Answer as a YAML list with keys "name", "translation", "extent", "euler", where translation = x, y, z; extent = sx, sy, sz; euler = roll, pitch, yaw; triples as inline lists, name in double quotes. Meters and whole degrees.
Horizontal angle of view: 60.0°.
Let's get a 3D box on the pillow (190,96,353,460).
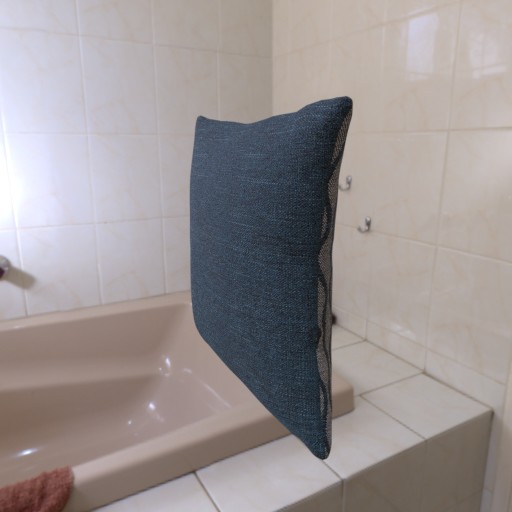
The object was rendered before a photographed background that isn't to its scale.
- name: "pillow"
  translation: [0.000, 0.000, 0.681]
  extent: [0.159, 0.435, 0.435]
  euler: [-7, 16, -27]
